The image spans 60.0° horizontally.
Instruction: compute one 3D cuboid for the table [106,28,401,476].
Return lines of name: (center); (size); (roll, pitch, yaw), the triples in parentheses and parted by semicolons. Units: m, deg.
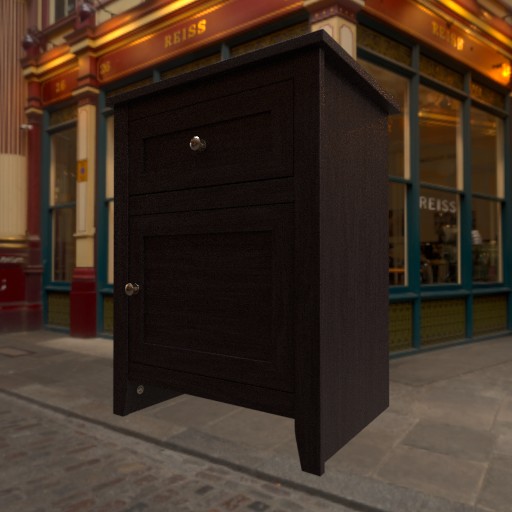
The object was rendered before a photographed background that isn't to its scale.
table: (0.000, 0.000, 0.908); (0.480, 0.635, 0.381); (0, -1, 34)
